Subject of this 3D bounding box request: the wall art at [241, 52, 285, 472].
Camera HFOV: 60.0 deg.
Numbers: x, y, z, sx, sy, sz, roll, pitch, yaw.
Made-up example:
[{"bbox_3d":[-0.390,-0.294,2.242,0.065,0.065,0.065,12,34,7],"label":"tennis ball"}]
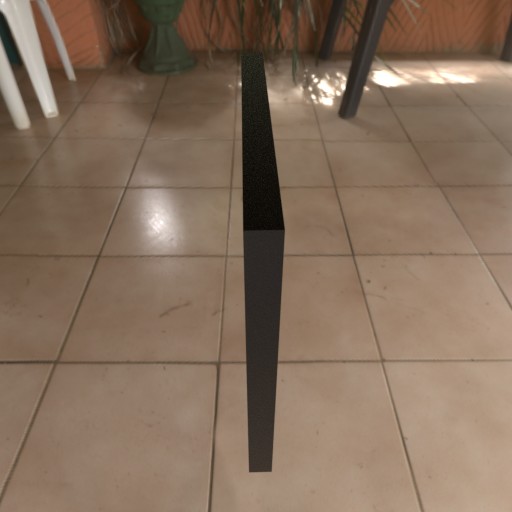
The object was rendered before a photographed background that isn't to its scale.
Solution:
[{"bbox_3d":[0.000,0.000,0.755,0.038,0.506,0.506,-1,41,-1],"label":"wall art"}]
